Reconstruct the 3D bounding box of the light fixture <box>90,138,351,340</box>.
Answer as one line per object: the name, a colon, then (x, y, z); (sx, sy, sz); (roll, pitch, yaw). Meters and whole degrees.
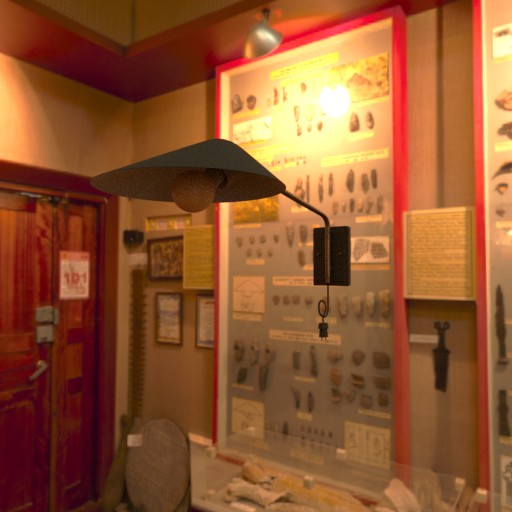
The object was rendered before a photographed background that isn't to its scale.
light fixture: (0.000, 0.000, 0.668); (0.240, 0.312, 0.516); (-1, -2, 36)
